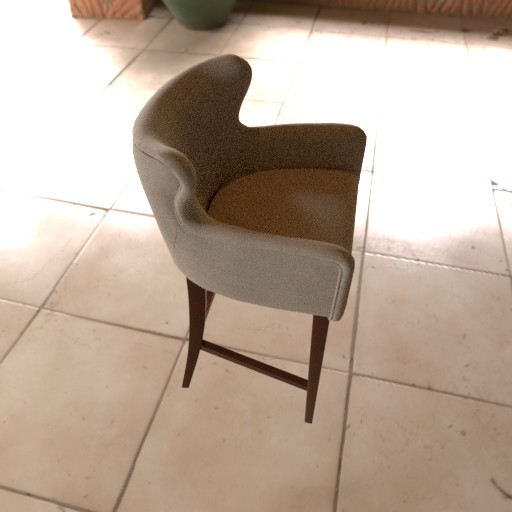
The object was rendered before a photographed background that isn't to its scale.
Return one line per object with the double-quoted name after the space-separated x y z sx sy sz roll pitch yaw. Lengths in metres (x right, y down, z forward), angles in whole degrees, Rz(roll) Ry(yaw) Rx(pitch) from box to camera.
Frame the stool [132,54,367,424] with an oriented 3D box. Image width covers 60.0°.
0.000 0.000 1.392 0.563 1.034 0.556 9 47 9 "stool"
